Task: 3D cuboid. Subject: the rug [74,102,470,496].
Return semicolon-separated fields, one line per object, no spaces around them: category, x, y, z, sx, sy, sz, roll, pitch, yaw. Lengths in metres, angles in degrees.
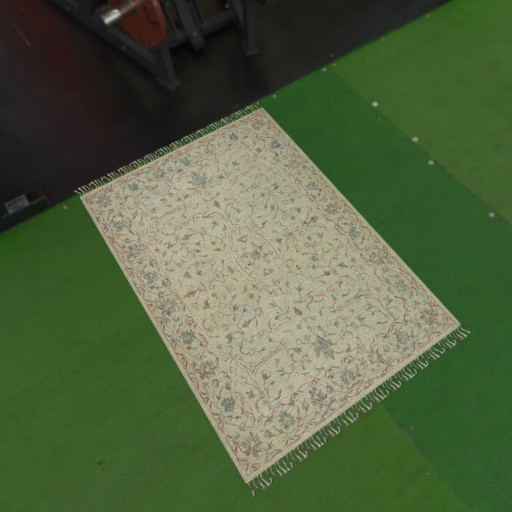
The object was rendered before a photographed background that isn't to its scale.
rug;0.000;0.000;2.275;1.247;0.008;1.802;-30;67;-15
